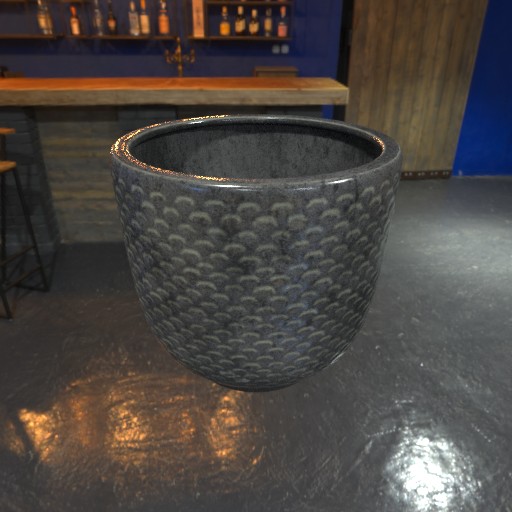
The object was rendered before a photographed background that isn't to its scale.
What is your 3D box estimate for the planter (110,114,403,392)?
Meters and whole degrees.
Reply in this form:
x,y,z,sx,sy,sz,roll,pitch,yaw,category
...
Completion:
x,y,z,sx,sy,sz,roll,pitch,yaw,category
0.000,0.000,0.247,0.140,0.129,0.140,0,28,0,planter
